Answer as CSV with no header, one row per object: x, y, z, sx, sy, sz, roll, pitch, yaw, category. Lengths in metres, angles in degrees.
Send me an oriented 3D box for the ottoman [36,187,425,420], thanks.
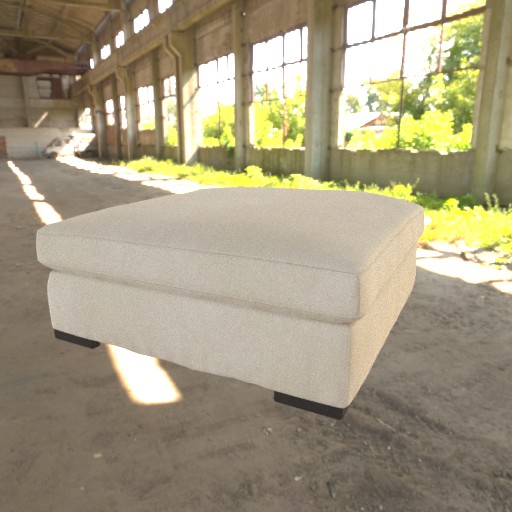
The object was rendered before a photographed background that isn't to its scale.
0.000,0.000,1.855,1.190,0.522,1.205,7,17,26,ottoman
